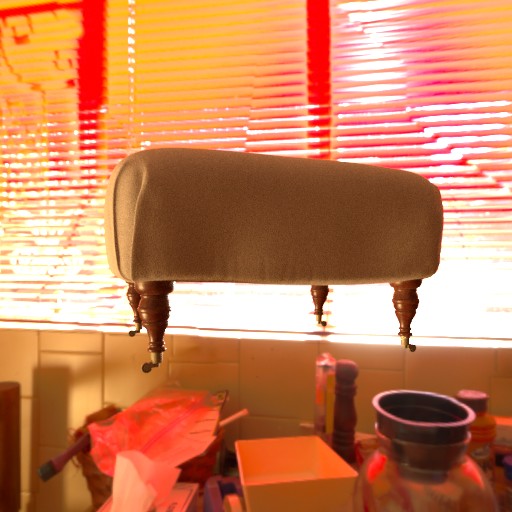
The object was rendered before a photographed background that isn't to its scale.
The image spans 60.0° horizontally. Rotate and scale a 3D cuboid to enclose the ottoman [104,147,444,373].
[{"bbox_3d":[0.000,0.000,1.149,0.746,0.450,0.622,0,-1,-19],"label":"ottoman"}]
